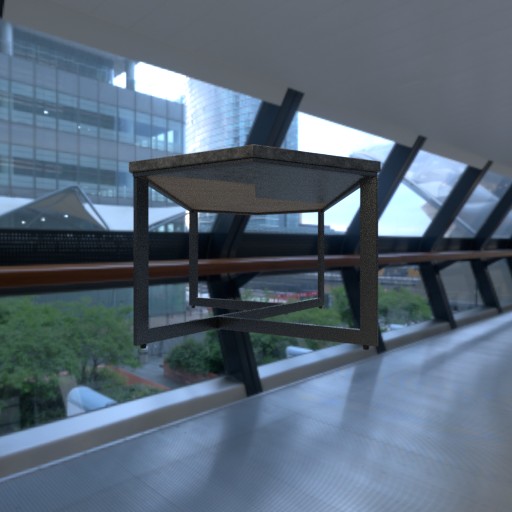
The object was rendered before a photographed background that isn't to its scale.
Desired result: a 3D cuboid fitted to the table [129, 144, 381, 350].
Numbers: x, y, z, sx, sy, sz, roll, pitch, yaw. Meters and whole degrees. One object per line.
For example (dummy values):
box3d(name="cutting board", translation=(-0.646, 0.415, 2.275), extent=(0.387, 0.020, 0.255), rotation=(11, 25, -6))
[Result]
box3d(name="table", translation=(0.000, 0.000, 1.513), extent=(0.609, 0.457, 1.219), rotation=(0, 0, 1))
